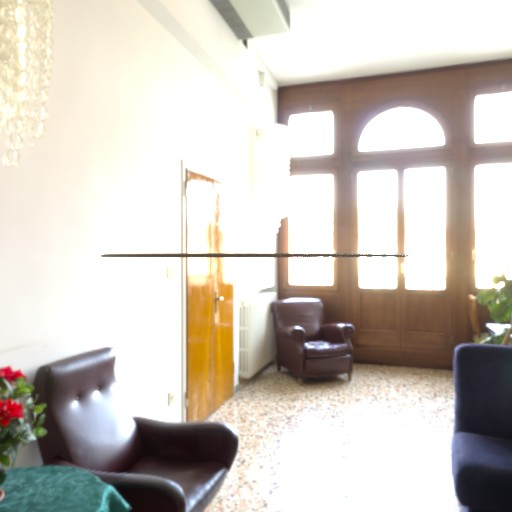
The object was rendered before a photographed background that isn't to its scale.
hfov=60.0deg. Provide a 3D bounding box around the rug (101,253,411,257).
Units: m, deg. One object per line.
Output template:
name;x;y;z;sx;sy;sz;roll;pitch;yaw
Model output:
rug;0.000;0.000;2.412;1.593;0.012;1.593;0;0;0
